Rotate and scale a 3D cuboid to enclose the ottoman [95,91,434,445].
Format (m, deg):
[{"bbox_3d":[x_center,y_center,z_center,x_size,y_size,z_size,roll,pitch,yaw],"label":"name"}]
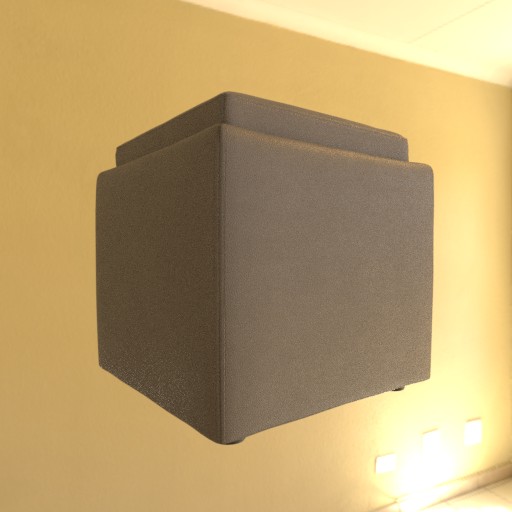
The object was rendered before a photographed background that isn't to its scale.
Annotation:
[{"bbox_3d":[0.000,0.000,0.804,0.451,0.460,0.450,-1,1,-37],"label":"ottoman"}]
